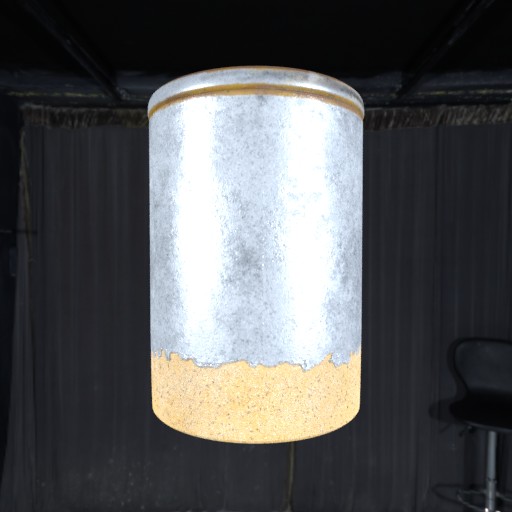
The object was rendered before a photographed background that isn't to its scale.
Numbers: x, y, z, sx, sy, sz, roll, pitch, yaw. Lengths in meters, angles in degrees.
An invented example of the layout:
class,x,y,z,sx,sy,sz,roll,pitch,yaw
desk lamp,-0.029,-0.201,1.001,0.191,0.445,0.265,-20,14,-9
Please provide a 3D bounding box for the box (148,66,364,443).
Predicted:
class,x,y,z,sx,sy,sz,roll,pitch,yaw
box,0.000,0.000,0.250,0.118,0.168,0.118,0,1,0
